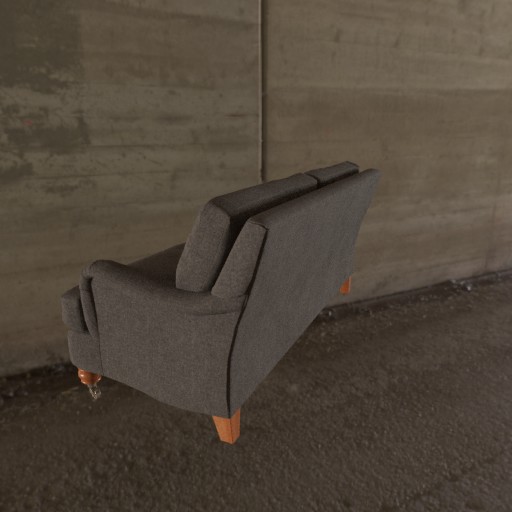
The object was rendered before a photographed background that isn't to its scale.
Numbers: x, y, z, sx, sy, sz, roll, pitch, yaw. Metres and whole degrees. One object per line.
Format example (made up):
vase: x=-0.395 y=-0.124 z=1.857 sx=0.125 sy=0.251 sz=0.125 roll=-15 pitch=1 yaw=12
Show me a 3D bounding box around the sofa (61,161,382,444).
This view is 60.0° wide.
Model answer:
sofa: x=0.000 y=0.000 z=2.752 sx=1.087 sy=1.054 sz=2.160 roll=8 pitch=18 yaw=25
